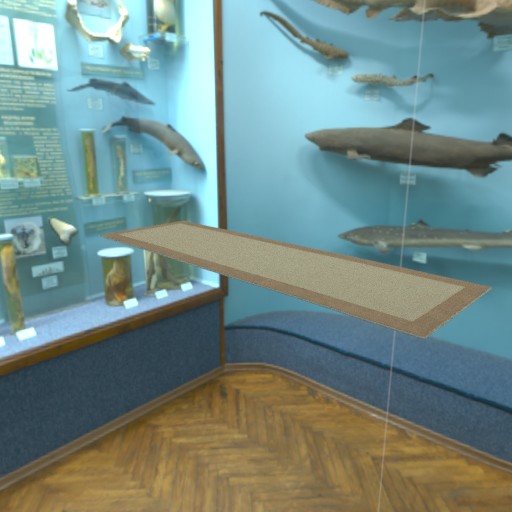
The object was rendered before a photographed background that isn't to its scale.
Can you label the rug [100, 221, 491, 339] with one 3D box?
[{"bbox_3d":[0.000,0.000,2.682,2.430,0.012,0.767,14,21,42],"label":"rug"}]
